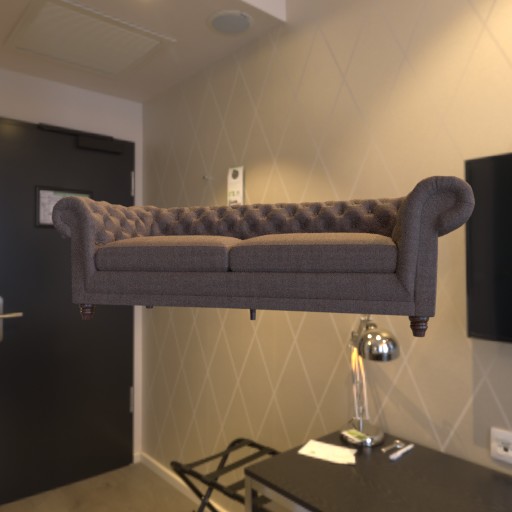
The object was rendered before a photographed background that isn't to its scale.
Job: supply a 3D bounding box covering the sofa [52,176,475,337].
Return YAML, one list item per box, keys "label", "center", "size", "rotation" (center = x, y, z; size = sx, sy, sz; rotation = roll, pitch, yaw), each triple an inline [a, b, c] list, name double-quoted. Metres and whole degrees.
- label: "sofa"
  center: [0.000, 0.000, 2.788]
  size: [2.385, 0.787, 0.944]
  rotation: [0, -1, 19]
